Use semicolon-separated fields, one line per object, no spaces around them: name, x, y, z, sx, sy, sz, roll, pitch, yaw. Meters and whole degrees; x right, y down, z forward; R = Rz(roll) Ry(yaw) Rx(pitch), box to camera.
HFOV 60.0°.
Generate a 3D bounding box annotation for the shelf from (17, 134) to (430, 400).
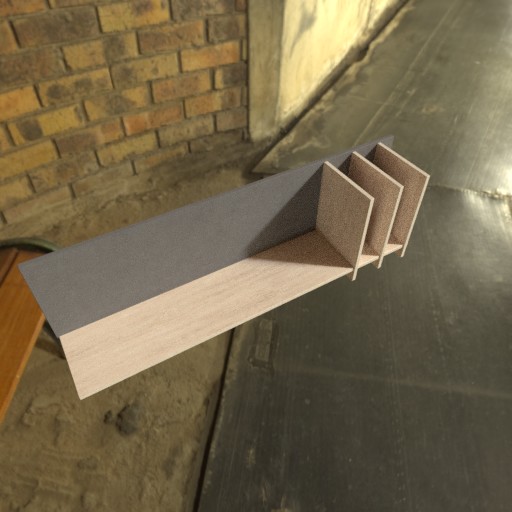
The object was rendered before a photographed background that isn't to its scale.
shelf;0.000;0.000;1.137;1.020;0.300;0.200;-23;49;-21
